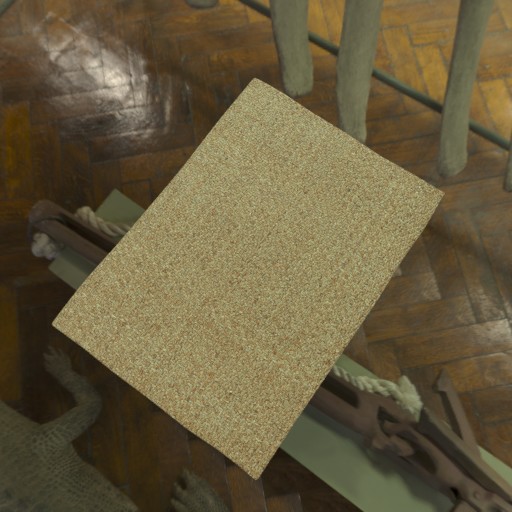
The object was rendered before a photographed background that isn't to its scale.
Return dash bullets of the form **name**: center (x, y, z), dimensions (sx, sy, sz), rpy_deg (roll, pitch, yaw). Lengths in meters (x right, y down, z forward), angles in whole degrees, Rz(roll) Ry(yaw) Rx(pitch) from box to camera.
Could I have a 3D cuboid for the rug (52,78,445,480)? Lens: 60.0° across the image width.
- **rug**: center (0.000, 0.000, 2.807), dimensions (1.566, 0.013, 2.141), rpy_deg (34, 78, 8)
